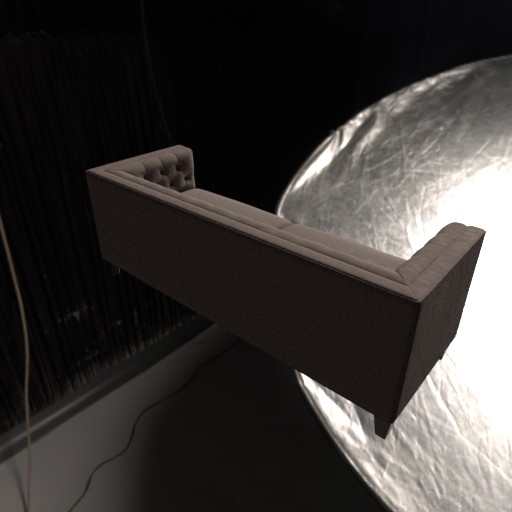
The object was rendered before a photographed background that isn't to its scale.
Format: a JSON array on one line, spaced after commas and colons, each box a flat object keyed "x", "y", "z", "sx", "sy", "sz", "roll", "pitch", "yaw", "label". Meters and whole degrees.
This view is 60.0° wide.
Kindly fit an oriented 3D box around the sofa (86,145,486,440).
[{"x": 0.000, "y": 0.000, "z": 2.587, "sx": 2.159, "sy": 0.762, "sz": 0.775, "roll": 23, "pitch": 37, "yaw": 34, "label": "sofa"}]
